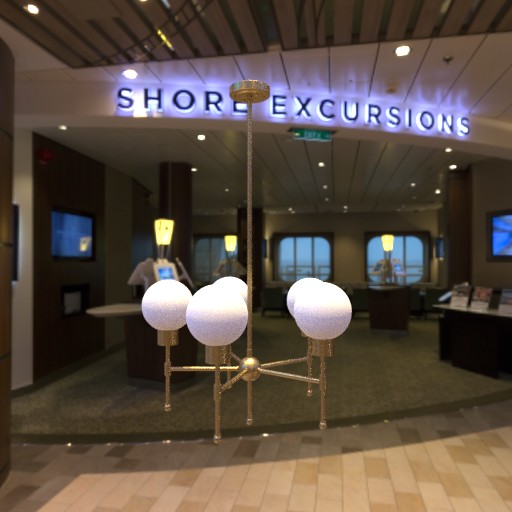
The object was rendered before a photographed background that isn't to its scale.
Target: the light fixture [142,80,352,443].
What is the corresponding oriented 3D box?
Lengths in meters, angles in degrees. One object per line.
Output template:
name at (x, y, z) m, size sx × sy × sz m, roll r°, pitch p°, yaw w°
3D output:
light fixture at (0.000, 0.000, 1.773) m, size 0.785 × 1.331 × 0.815 m, roll 0°, pitch -1°, yaw -36°
